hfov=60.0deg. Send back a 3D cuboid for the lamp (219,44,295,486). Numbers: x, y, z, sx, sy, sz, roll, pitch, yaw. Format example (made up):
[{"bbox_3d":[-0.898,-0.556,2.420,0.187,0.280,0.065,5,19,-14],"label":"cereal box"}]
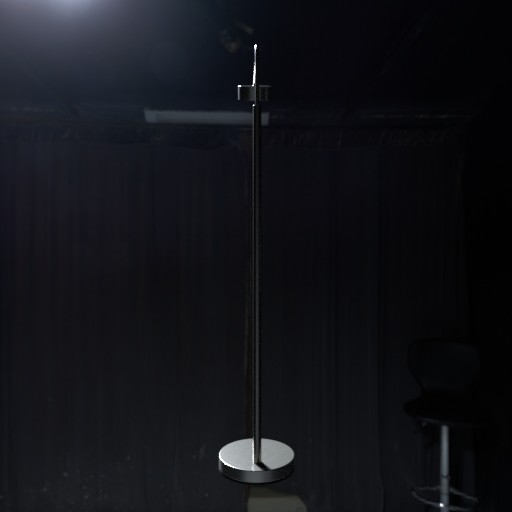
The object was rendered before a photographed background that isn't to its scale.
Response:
[{"bbox_3d":[0.000,0.000,1.419,0.222,1.250,0.421,0,-1,-1],"label":"lamp"}]
